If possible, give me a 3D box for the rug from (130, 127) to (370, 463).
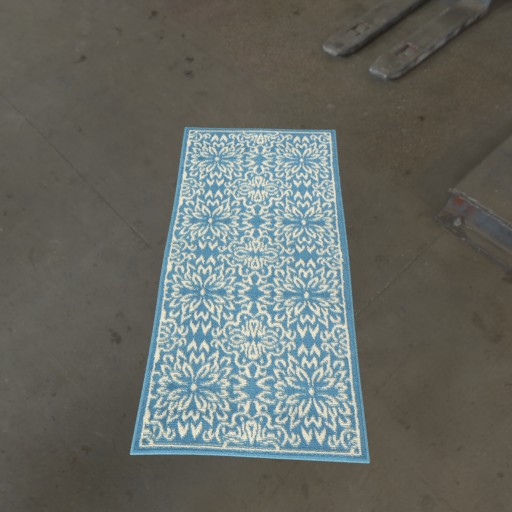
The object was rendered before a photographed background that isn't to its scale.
[{"bbox_3d":[0.000,0.000,1.444,0.604,0.007,1.219,1,57,1],"label":"rug"}]
